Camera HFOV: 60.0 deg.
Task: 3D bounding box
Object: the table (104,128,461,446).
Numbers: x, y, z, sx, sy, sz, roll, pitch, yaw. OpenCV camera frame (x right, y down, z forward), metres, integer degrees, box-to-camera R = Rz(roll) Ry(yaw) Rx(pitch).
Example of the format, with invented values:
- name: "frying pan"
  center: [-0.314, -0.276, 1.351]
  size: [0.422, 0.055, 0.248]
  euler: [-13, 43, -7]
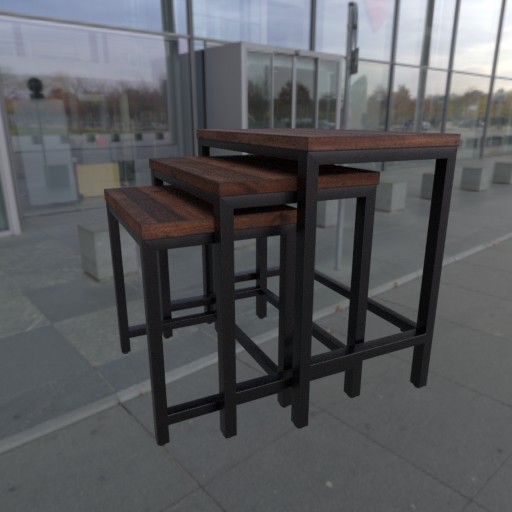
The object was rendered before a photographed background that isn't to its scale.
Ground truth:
- name: "table"
  center: [0.000, 0.000, 1.142]
  size: [0.660, 0.616, 0.608]
  euler: [-8, 19, -25]
